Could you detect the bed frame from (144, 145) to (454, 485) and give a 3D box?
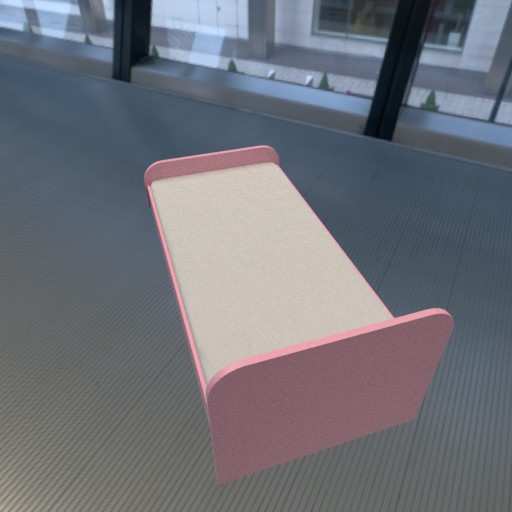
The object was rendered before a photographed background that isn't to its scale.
[{"bbox_3d":[0.000,0.000,2.525,0.998,0.805,1.963,-12,41,-14],"label":"bed frame"}]
